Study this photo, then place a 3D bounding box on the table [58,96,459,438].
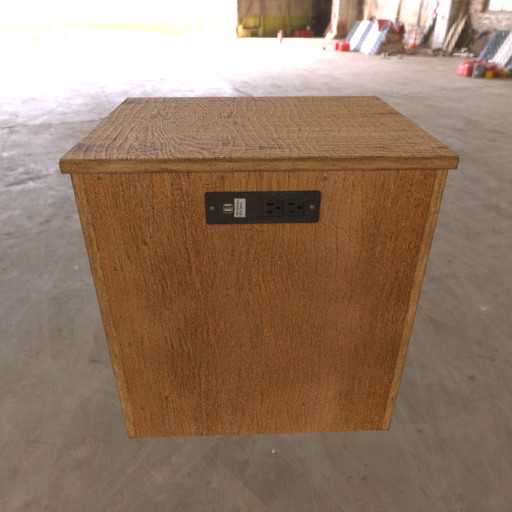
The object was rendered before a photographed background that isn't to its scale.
[{"bbox_3d":[0.000,0.000,1.028,0.601,0.625,0.494,-1,30,-2],"label":"table"}]
